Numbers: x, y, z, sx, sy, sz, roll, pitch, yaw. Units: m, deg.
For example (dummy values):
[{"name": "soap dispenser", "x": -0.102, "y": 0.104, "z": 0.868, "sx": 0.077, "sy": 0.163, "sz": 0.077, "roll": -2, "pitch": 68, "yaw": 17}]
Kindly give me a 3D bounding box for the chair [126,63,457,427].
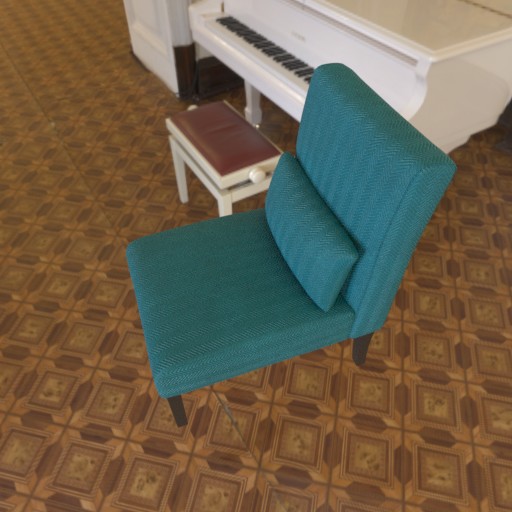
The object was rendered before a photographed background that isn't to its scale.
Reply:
[{"name": "chair", "x": 0.000, "y": 0.000, "z": 1.434, "sx": 0.808, "sy": 0.927, "sz": 0.579, "roll": -15, "pitch": 49, "yaw": -13}]
